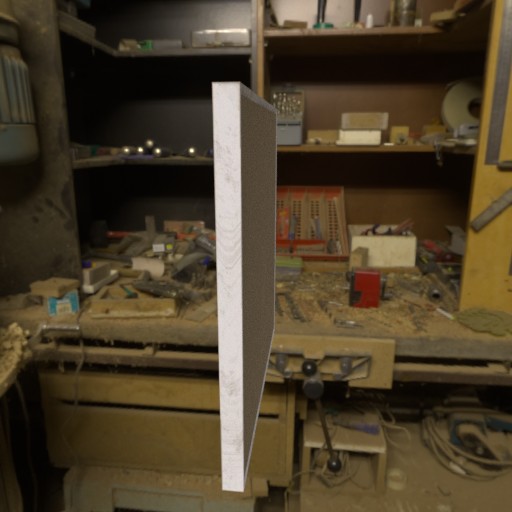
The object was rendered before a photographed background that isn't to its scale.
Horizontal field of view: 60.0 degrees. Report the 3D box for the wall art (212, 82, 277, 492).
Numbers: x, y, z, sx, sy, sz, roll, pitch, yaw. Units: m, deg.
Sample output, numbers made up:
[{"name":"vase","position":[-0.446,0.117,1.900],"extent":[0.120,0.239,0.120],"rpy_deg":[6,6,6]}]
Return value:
[{"name":"wall art","position":[0.000,0.000,0.761],"extent":[0.029,0.506,0.508],"rpy_deg":[2,15,7]}]
